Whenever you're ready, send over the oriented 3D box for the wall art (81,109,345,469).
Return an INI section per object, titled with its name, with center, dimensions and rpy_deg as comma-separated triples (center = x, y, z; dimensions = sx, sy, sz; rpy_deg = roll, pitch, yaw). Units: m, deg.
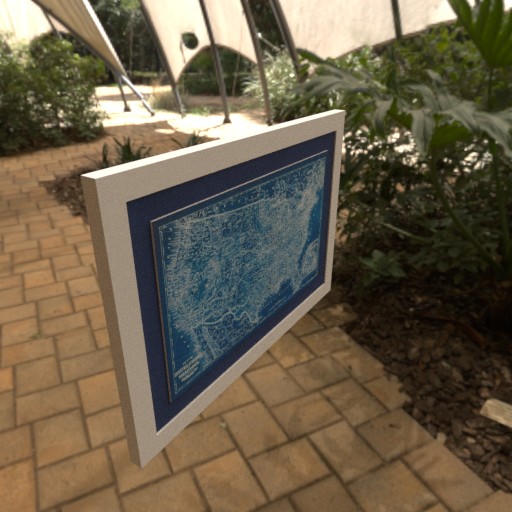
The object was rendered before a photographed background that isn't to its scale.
[wall art]
center = 0.000, 0.000, 1.651
dimensions = 0.051, 0.902, 1.308
rpy_deg = 16, 30, 31
